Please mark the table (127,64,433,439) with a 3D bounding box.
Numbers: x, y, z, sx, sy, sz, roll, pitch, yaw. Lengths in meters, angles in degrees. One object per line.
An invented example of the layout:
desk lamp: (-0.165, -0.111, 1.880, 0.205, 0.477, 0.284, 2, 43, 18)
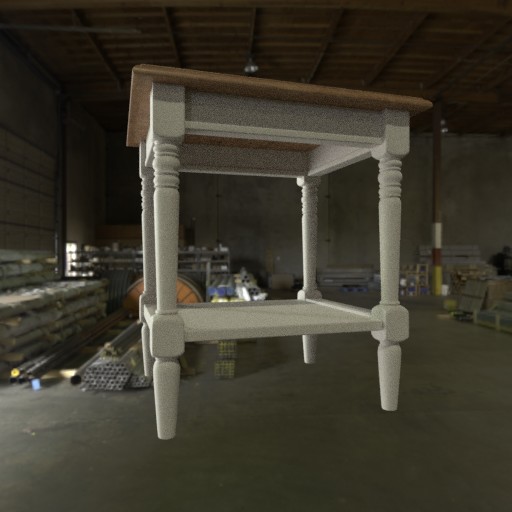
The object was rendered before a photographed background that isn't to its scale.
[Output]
table: (0.000, 0.000, 0.923, 0.508, 0.561, 0.457, 0, 0, -17)
